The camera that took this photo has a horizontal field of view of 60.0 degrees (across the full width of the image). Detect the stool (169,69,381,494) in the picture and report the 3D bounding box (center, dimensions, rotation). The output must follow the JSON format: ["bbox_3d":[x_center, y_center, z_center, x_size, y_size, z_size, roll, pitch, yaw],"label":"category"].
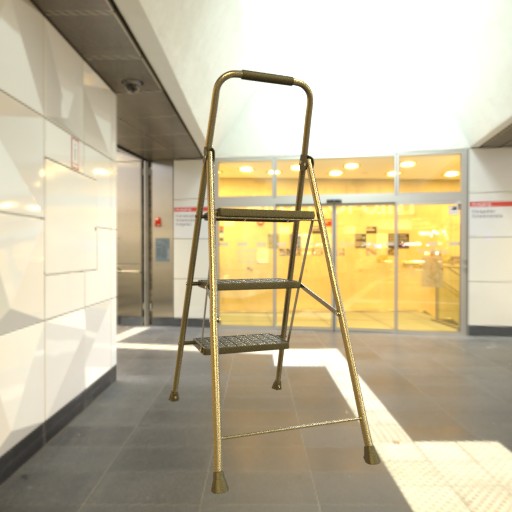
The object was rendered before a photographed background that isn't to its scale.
[{"bbox_3d":[0.000,0.000,1.464,0.473,1.121,0.733,0,1,-19],"label":"stool"}]
